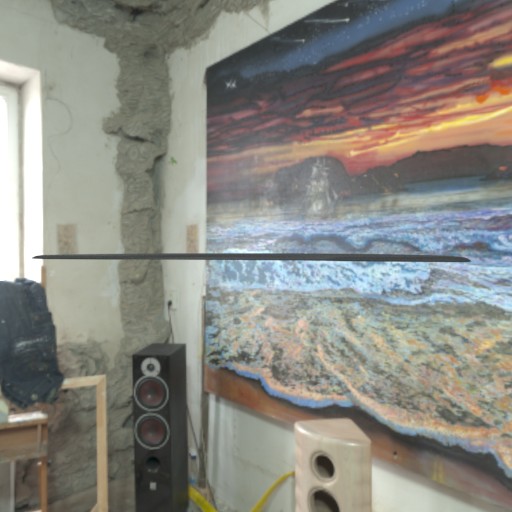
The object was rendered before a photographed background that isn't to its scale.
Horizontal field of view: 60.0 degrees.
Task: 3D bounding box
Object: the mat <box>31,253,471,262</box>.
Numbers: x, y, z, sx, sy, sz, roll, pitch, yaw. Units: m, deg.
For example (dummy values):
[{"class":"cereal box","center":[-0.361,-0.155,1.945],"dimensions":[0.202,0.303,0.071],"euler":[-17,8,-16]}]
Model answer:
[{"class":"mat","center":[0.000,0.000,1.885],"dimensions":[1.525,0.016,0.917],"euler":[0,1,15]}]
